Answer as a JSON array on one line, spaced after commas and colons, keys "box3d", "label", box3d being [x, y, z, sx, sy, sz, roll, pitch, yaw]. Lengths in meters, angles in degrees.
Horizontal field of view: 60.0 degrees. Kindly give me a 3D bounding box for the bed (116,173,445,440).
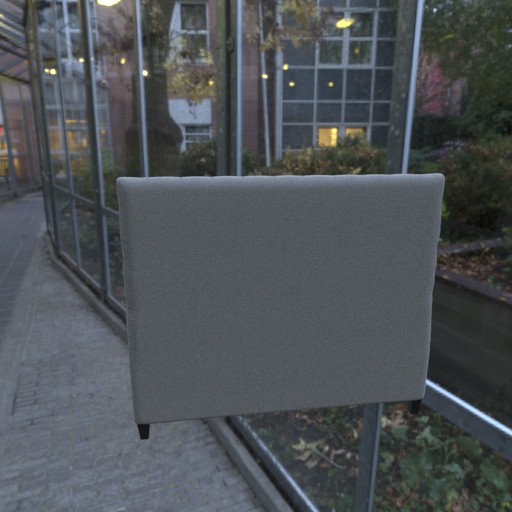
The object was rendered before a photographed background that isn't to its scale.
[{"box3d": [0.000, 0.000, 3.492, 1.698, 1.427, 2.387, -2, 15, -8], "label": "bed"}]
